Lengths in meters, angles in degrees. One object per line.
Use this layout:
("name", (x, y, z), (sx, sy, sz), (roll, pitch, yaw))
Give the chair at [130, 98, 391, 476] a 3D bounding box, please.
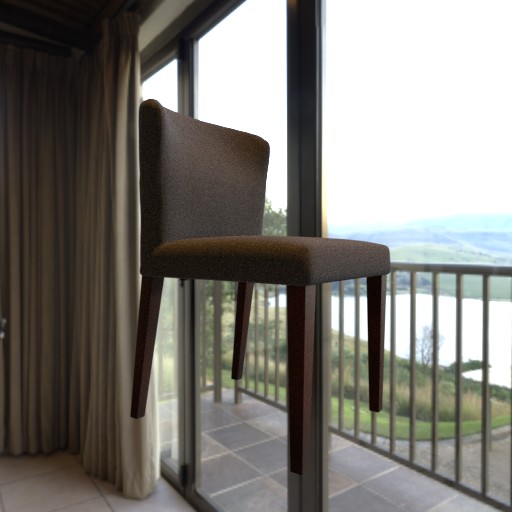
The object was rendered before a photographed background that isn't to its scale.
("chair", (0.000, 0.000, 1.181), (0.589, 0.839, 0.491), (1, 1, 36))
